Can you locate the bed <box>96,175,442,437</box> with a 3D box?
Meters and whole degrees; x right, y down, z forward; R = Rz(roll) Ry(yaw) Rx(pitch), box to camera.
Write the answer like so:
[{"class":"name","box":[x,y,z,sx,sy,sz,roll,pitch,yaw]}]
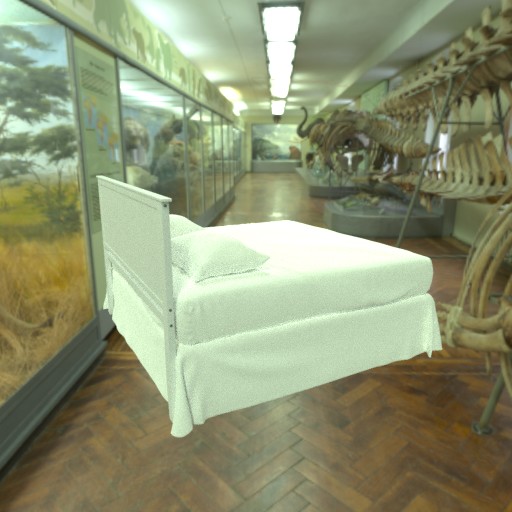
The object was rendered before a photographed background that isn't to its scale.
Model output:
[{"class":"bed","box":[0.000,0.000,3.692,2.215,1.273,2.317,-7,16,-27]}]
